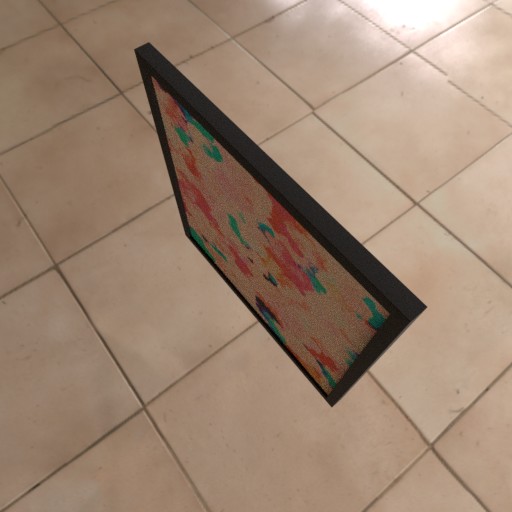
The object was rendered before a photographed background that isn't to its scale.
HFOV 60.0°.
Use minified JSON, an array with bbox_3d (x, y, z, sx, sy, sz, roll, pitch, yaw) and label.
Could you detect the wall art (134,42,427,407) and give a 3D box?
[{"bbox_3d":[0.000,0.000,0.450,0.015,0.304,0.306,-35,68,-17],"label":"wall art"}]
